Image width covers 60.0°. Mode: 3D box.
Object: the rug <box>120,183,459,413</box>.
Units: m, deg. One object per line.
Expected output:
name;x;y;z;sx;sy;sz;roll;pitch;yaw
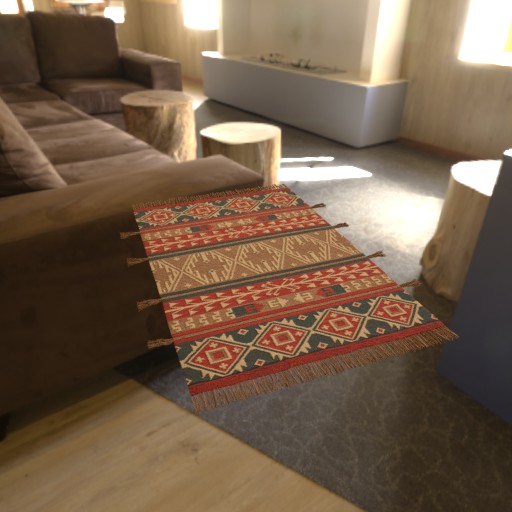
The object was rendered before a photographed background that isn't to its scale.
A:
rug;0.000;0.000;2.641;1.469;0.040;2.025;-11;32;-17
